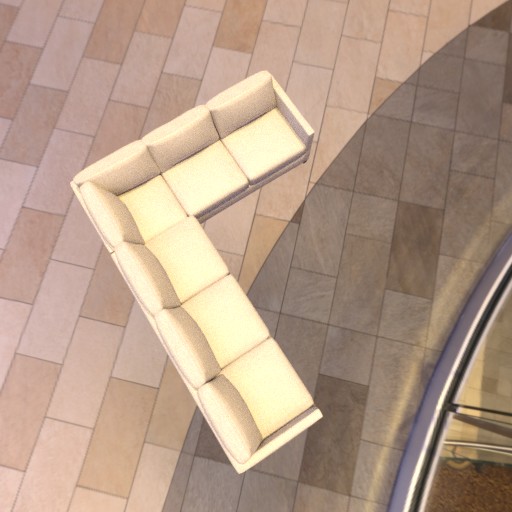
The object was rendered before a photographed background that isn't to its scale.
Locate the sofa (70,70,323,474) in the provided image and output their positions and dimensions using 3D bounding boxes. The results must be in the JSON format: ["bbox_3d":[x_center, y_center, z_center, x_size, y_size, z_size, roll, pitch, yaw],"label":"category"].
[{"bbox_3d":[0.000,0.000,4.624,2.522,0.934,3.333,-32,78,-8],"label":"sofa"}]
